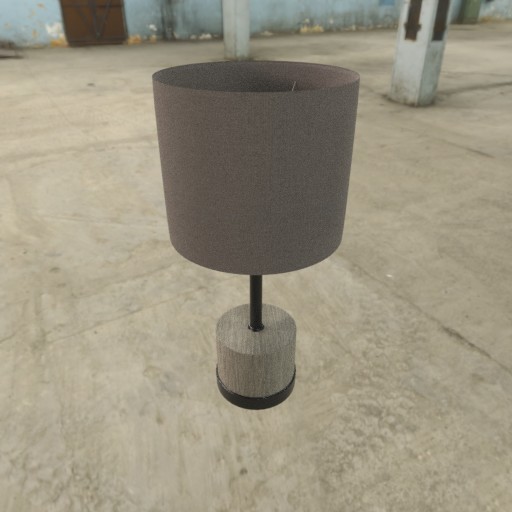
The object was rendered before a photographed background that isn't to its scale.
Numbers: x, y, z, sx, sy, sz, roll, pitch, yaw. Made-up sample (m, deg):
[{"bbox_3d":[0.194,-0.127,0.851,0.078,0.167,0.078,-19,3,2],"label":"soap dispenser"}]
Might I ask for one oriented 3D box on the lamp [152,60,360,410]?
[{"bbox_3d":[0.000,0.000,0.611,0.229,0.470,0.229,-1,30,-2],"label":"lamp"}]
